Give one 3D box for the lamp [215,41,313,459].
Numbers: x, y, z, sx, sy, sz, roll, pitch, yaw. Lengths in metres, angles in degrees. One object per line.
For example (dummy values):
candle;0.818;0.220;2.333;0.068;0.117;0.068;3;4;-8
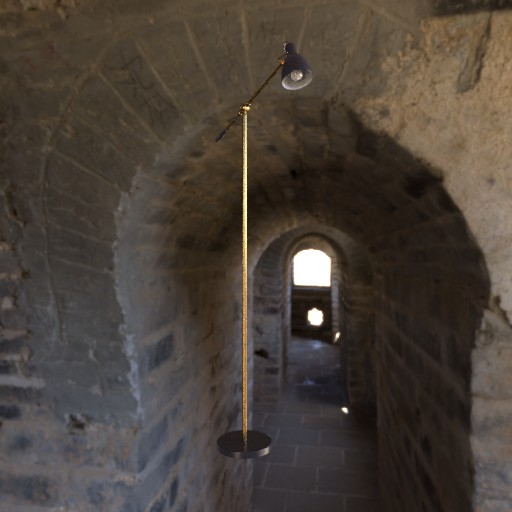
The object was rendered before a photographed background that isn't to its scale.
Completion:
lamp;0.000;0.000;1.833;0.235;1.628;0.618;0;0;-37
